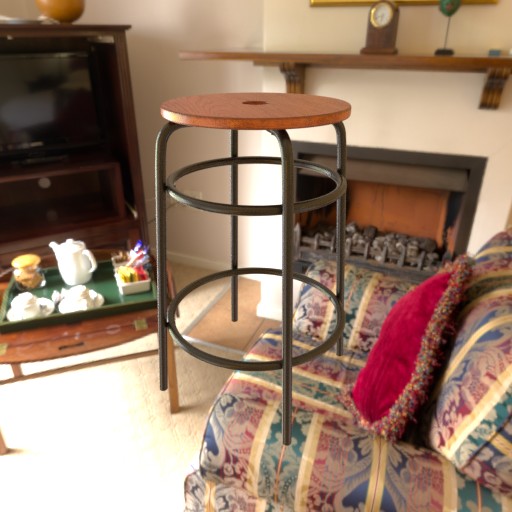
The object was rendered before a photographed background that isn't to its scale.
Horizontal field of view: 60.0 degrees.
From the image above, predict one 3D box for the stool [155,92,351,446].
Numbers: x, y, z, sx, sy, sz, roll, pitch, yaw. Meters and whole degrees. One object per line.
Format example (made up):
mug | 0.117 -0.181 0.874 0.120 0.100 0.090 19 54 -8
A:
stool | 0.000 0.000 0.926 0.455 0.610 0.455 -7 27 -14
